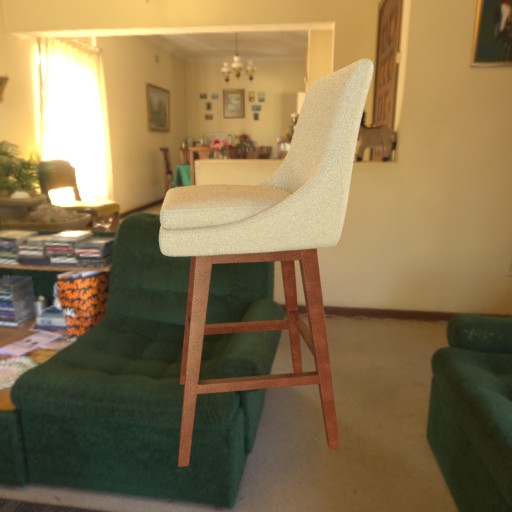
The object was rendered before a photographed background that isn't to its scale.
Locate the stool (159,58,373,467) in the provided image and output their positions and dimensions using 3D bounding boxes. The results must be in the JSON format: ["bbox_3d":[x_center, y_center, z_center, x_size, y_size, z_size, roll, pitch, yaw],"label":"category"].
[{"bbox_3d":[0.000,0.000,1.378,0.559,1.092,0.470,-2,15,-8],"label":"stool"}]
